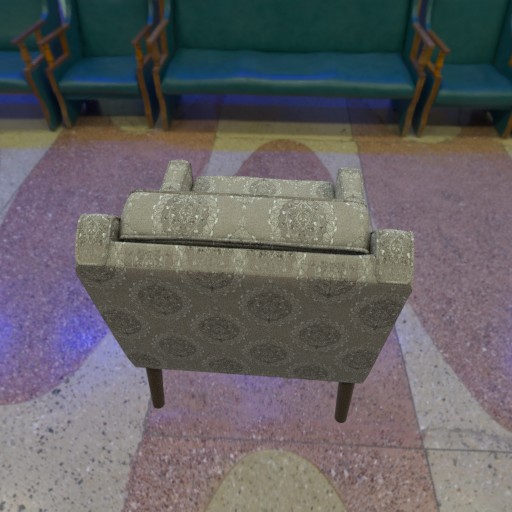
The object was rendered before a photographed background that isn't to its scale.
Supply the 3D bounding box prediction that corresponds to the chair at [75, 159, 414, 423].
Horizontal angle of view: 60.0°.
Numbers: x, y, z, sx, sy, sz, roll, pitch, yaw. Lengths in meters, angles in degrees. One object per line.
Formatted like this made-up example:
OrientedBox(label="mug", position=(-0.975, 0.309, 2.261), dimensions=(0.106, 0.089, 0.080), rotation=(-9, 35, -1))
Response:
OrientedBox(label="chair", position=(0.000, 0.000, 1.322), dimensions=(0.665, 0.797, 0.750), rotation=(3, 45, 3))
